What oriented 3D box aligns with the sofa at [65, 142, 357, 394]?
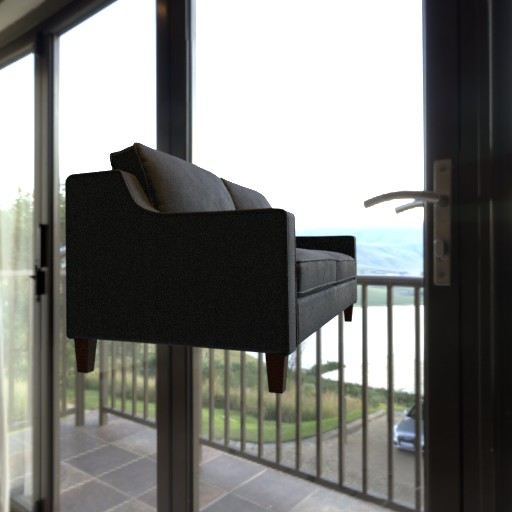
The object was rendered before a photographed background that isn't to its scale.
[{"bbox_3d":[0.000,0.000,2.844,1.066,1.071,2.178,0,0,19],"label":"sofa"}]
